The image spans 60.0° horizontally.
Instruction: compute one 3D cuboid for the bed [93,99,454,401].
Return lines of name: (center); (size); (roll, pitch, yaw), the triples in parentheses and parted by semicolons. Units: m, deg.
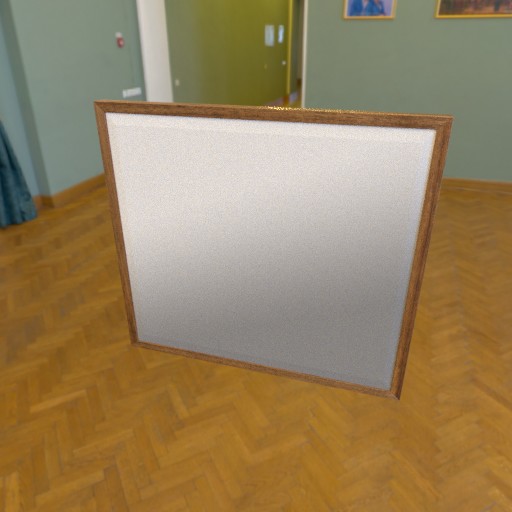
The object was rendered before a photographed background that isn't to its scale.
bed: (0.000, 0.000, 1.463); (1.041, 0.940, 0.043); (8, 27, 15)
